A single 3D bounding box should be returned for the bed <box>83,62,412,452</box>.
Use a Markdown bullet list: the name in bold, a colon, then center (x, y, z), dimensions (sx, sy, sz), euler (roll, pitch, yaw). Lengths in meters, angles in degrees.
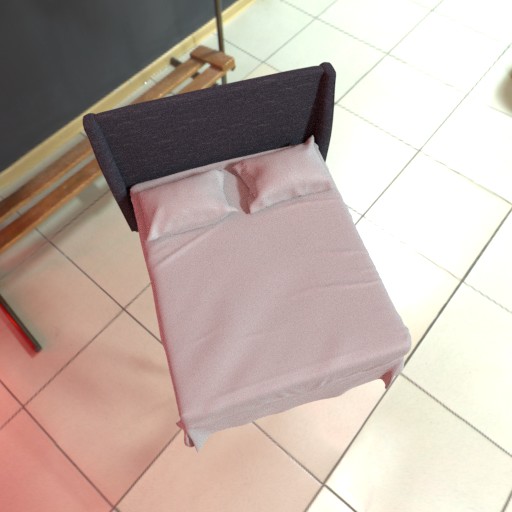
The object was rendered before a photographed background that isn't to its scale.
- **bed**: center (0.000, 0.000, 3.362), dimensions (1.925, 1.332, 2.276), euler (-15, 64, -8)
